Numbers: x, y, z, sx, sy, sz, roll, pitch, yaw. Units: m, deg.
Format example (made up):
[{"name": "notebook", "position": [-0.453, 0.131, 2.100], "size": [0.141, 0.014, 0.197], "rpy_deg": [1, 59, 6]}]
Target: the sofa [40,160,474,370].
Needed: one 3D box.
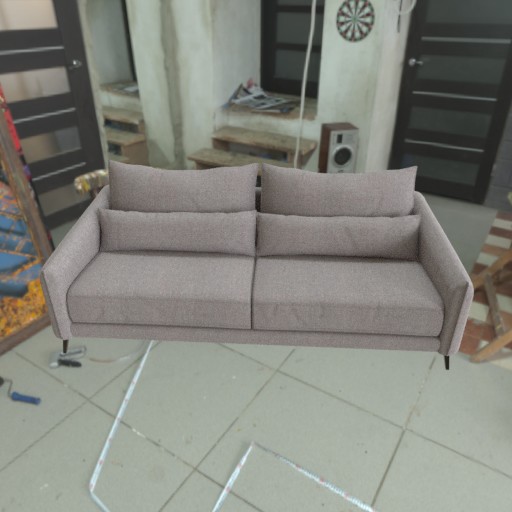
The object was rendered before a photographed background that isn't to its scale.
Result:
[{"name": "sofa", "position": [0.000, 0.000, 2.380], "size": [2.022, 0.833, 0.809], "rpy_deg": [2, 30, 3]}]
